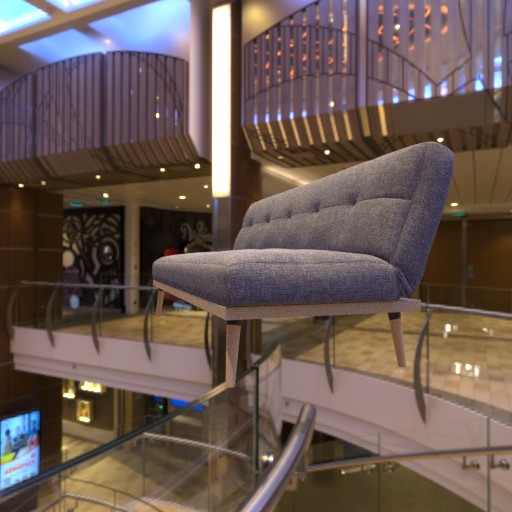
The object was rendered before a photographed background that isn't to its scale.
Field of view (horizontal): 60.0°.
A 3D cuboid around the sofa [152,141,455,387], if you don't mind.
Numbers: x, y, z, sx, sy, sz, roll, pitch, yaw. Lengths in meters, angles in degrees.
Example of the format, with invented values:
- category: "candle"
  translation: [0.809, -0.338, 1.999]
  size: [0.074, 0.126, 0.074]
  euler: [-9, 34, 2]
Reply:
- category: "sofa"
  translation: [0.000, 0.000, 2.200]
  size: [0.820, 0.770, 1.820]
  euler: [0, 0, -19]
